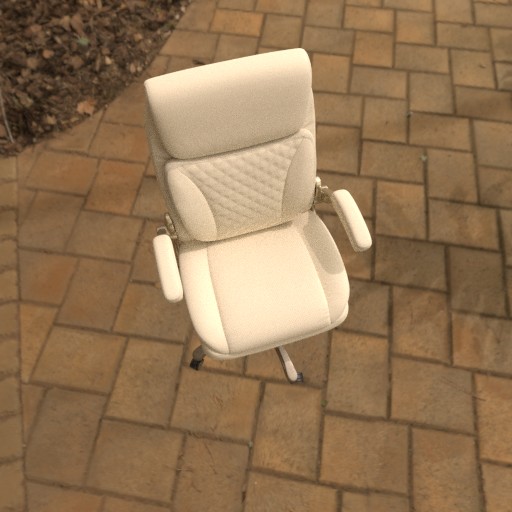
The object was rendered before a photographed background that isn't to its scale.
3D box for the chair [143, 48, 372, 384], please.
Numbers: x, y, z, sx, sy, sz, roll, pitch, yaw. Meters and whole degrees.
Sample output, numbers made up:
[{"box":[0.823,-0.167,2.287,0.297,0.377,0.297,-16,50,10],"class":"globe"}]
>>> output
[{"box":[0.000,0.000,1.618,0.740,1.110,0.794,-18,64,-9],"class":"chair"}]
